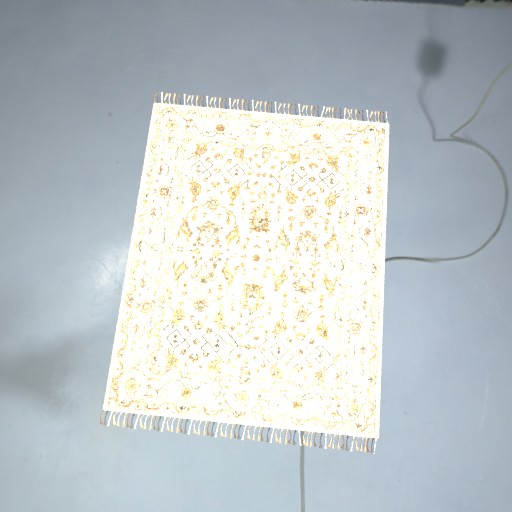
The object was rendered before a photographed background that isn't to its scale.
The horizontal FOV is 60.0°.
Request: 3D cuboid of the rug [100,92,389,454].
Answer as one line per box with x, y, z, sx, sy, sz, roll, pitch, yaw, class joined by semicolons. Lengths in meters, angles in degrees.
0.000;0.000;2.211;1.278;0.009;1.726;5;77;1;rug
